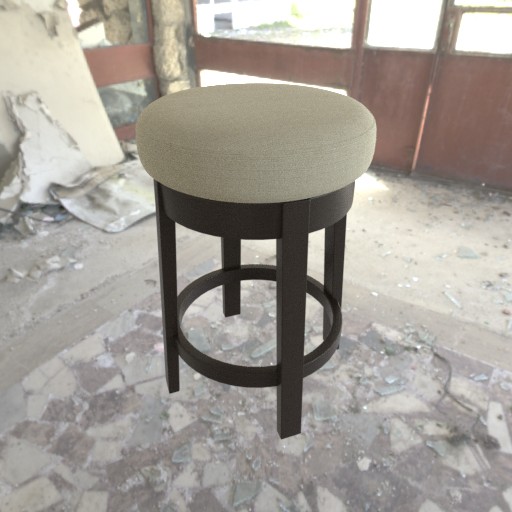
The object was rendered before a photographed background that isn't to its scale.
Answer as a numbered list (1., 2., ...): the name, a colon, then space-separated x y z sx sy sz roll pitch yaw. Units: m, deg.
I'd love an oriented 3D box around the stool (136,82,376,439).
1. stool: 0.000 0.000 0.954 0.449 0.655 0.449 0 32 0
